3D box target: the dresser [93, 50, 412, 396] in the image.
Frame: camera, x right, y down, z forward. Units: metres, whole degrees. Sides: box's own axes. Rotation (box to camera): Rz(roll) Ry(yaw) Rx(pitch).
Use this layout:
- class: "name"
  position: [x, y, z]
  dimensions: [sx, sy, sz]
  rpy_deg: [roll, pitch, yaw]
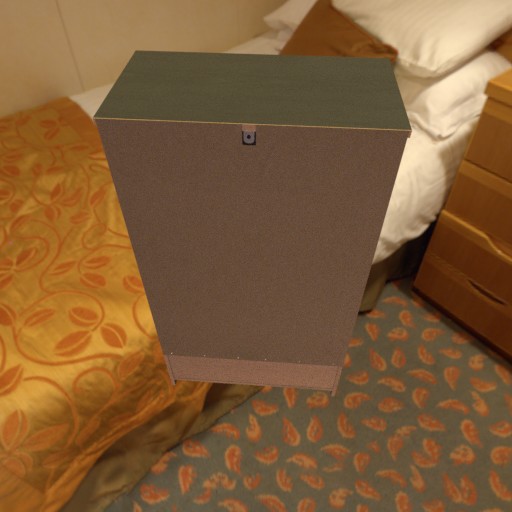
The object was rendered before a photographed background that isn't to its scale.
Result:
- class: "dresser"
  position: [0.000, 0.000, 1.562]
  dimensions: [0.704, 1.255, 0.399]
  rpy_deg: [3, 47, 3]
